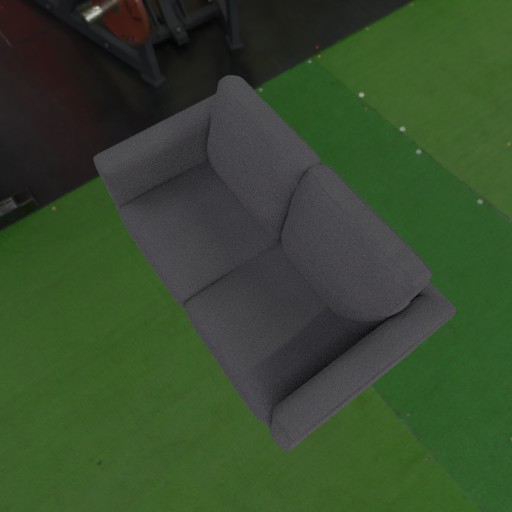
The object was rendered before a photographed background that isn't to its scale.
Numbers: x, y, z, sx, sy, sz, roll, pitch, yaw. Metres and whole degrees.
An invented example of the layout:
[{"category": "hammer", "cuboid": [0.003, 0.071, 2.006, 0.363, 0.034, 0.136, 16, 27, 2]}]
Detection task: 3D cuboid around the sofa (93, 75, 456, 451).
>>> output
[{"category": "sofa", "cuboid": [0.000, 0.000, 1.972, 0.796, 0.908, 1.430, -33, 68, -15]}]
